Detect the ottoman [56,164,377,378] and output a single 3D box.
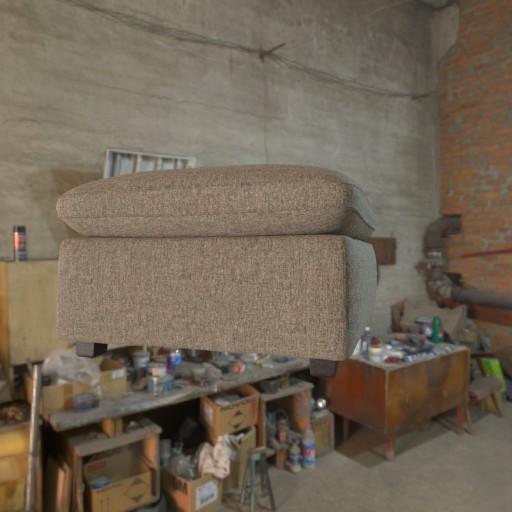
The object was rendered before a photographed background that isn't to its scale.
[{"bbox_3d":[0.000,0.000,1.339,0.694,0.451,0.977,0,1,17],"label":"ottoman"}]
